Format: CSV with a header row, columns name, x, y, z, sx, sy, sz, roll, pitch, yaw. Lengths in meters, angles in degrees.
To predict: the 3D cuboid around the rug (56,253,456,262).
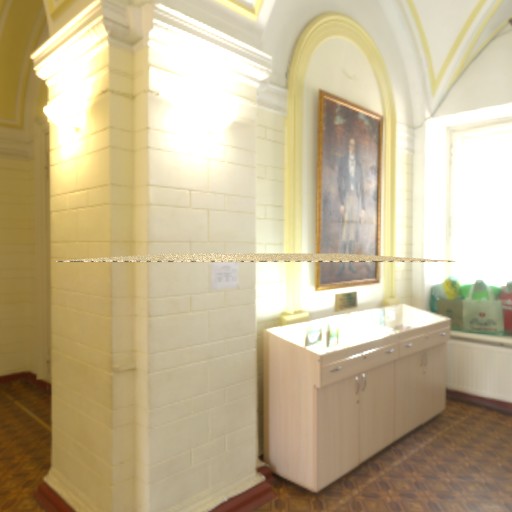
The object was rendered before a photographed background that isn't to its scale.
name,x,y,z,sx,sy,sz,roll,pitch,yaw
rug,0.000,0.000,2.161,1.177,0.004,1.750,0,1,0
